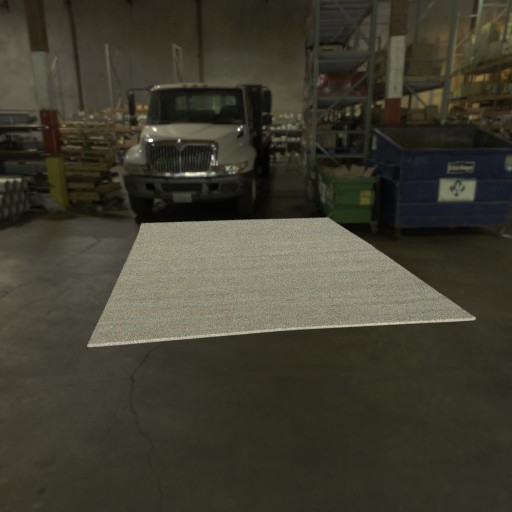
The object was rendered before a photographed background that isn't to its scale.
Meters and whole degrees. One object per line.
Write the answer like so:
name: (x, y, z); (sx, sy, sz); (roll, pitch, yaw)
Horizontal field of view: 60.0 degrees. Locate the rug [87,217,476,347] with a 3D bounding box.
rug: (0.000, 0.000, 4.774); (2.757, 0.051, 3.626); (-2, 17, -8)
